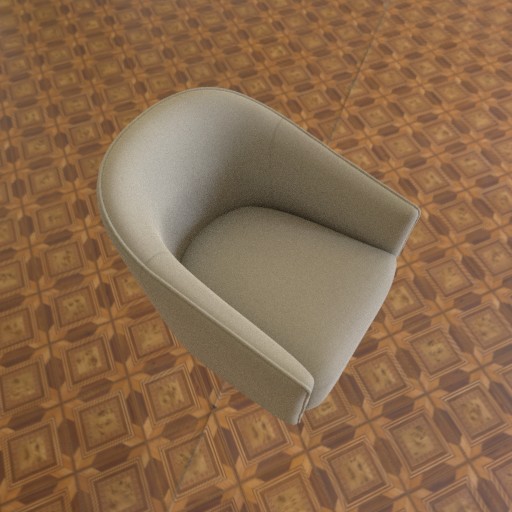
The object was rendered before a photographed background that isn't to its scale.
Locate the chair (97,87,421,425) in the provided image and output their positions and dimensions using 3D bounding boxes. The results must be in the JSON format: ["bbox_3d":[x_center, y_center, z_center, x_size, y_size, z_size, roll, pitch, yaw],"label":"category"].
[{"bbox_3d":[0.000,0.000,1.524,0.875,0.799,0.747,30,63,17],"label":"chair"}]
